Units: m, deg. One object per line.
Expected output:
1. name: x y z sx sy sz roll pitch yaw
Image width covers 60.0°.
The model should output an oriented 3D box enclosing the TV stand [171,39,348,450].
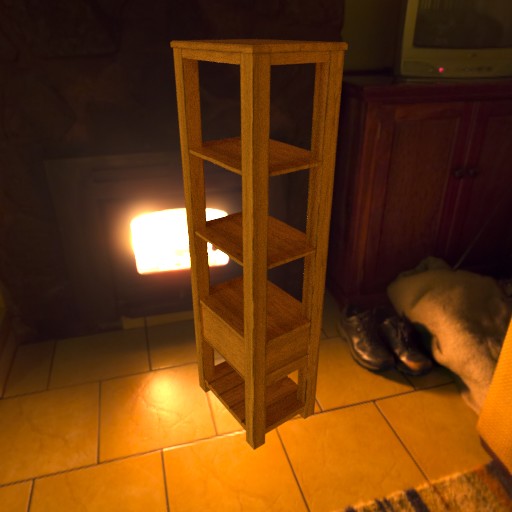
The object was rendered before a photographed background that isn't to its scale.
1. TV stand: 0.000 0.000 2.097 0.435 1.828 0.565 -18 33 -31
